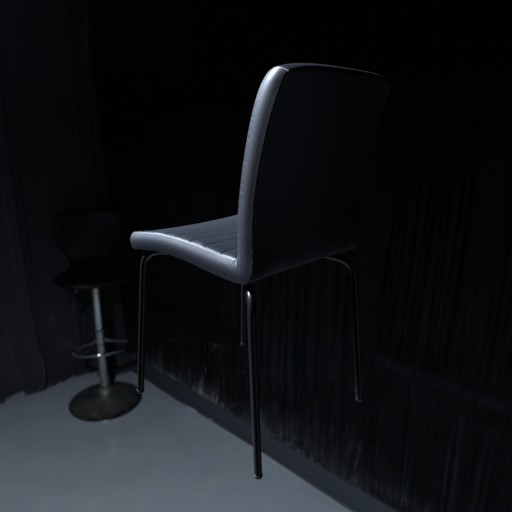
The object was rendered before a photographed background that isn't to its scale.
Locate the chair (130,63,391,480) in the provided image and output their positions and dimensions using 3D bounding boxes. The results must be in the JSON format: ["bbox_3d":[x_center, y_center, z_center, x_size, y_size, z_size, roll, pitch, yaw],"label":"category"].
[{"bbox_3d":[0.000,0.000,1.172,0.572,0.872,0.450,15,22,43],"label":"chair"}]
